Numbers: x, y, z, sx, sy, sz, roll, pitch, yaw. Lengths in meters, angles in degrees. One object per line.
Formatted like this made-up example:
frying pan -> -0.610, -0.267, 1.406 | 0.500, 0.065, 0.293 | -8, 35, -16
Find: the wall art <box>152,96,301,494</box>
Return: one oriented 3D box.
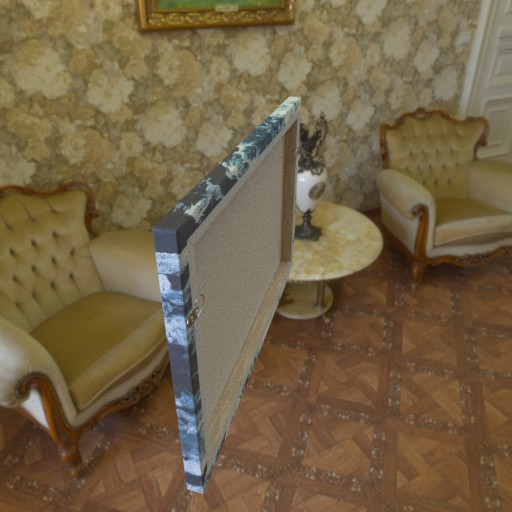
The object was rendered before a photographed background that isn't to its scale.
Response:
wall art -> 0.000, 0.000, 1.134 | 0.042, 0.610, 0.915 | 8, 32, 13
